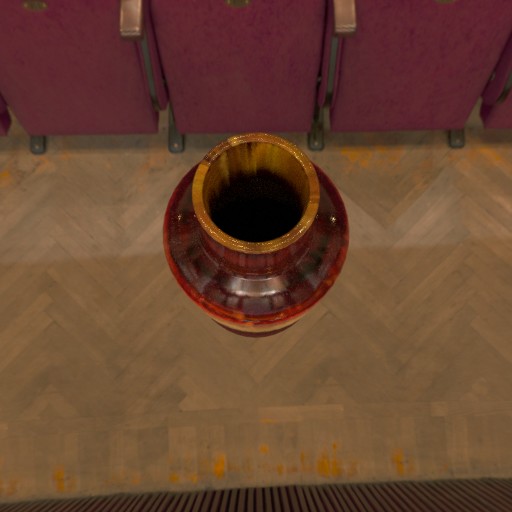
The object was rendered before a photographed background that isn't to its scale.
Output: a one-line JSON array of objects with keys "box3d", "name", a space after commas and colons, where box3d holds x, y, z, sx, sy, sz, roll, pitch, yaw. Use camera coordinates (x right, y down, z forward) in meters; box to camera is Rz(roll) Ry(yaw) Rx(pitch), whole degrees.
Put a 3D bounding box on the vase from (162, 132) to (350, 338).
[{"box3d": [0.000, 0.000, 0.324, 0.111, 0.261, 0.111, 0, 77, 0], "name": "vase"}]
